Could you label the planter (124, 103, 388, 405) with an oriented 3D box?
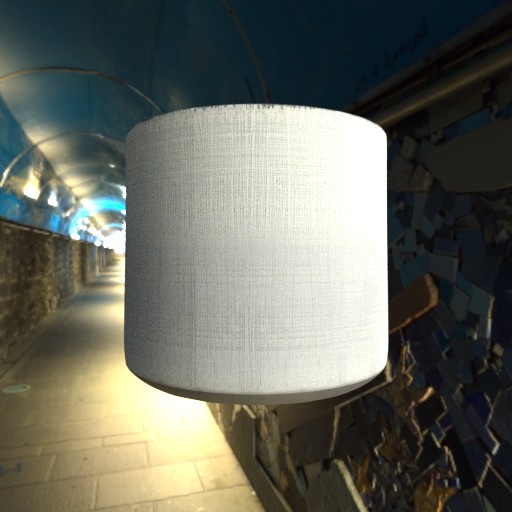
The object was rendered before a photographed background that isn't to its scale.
[{"bbox_3d":[0.000,0.000,0.394,0.226,0.201,0.226,0,1,0],"label":"planter"}]
